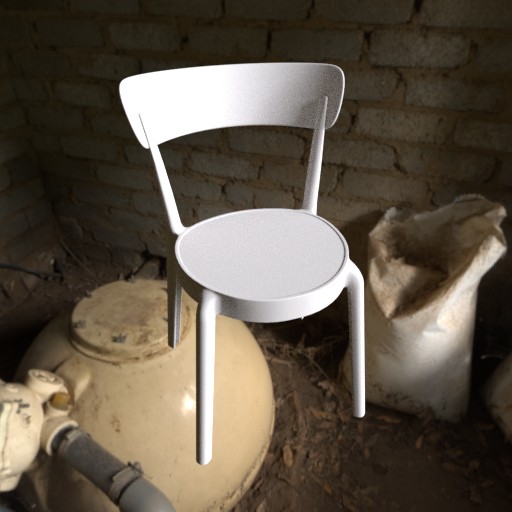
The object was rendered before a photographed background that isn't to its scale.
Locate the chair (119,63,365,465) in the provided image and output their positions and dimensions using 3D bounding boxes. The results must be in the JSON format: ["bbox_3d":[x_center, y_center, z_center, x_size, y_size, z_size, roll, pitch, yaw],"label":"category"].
[{"bbox_3d":[0.000,0.000,1.076,0.506,0.790,0.491,-10,35,-15],"label":"chair"}]
